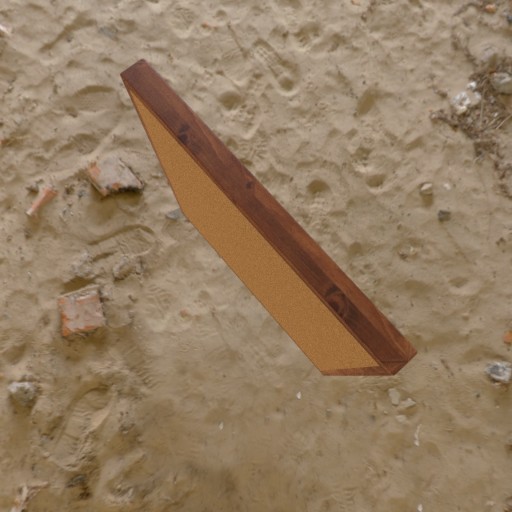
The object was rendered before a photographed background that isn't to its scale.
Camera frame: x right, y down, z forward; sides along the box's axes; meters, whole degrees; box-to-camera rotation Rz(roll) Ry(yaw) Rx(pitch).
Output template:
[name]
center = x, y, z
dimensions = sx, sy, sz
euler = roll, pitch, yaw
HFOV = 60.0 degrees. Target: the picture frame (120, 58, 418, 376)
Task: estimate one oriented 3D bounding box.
[picture frame]
center = 0.000, 0.000, 0.544
dimensions = 0.028, 0.356, 0.352
euler = -40, 78, -10
